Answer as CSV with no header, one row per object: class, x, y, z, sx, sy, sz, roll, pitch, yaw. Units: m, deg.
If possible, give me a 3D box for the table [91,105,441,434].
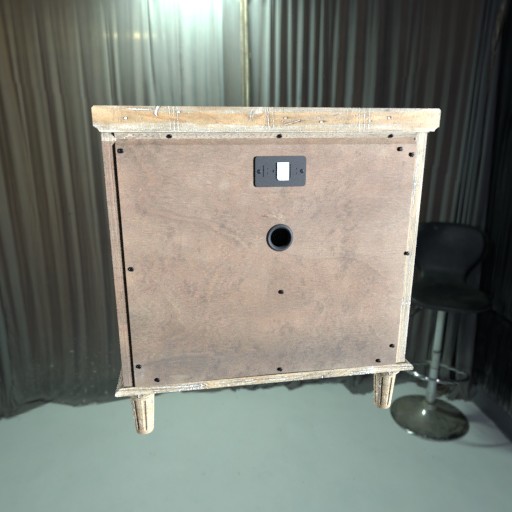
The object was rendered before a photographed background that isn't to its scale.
table,0.000,0.000,1.151,0.686,0.711,0.457,-3,16,-9
